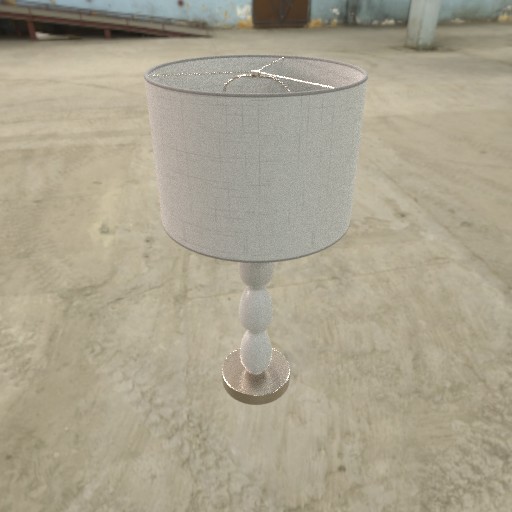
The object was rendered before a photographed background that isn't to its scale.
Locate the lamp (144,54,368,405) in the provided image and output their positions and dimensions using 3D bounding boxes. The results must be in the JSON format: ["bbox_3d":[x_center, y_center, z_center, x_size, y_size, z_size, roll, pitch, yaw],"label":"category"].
[{"bbox_3d":[0.000,0.000,0.714,0.282,0.559,0.280,10,33,16],"label":"lamp"}]
